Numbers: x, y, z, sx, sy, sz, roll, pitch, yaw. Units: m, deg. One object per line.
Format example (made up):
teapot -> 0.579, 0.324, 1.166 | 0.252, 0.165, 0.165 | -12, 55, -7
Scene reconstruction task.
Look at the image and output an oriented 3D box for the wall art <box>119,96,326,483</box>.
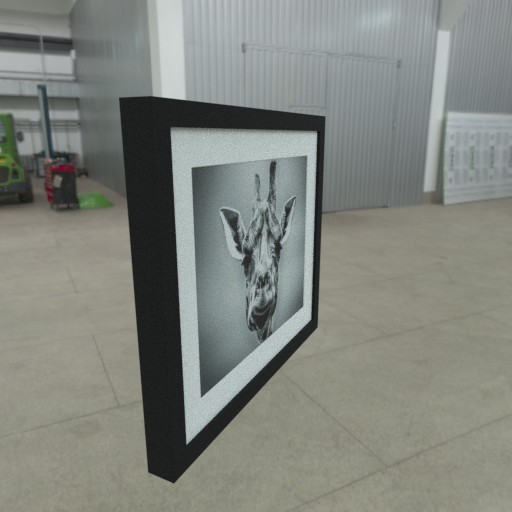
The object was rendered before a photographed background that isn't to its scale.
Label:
wall art -> 0.000, 0.000, 0.527 | 0.031, 0.330, 0.381 | 8, 17, 26
